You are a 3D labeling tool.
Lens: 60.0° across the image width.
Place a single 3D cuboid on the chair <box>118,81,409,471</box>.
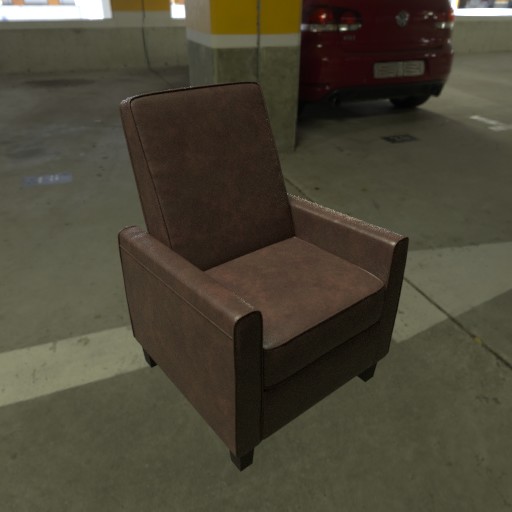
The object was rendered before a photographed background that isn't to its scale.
[{"bbox_3d":[0.000,0.000,1.503,0.705,1.013,0.746,-22,37,-33],"label":"chair"}]
